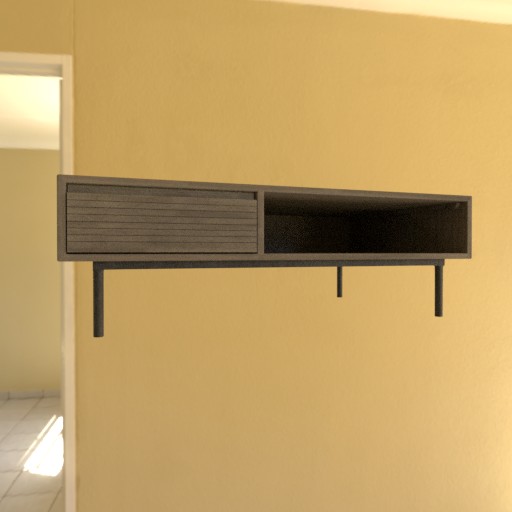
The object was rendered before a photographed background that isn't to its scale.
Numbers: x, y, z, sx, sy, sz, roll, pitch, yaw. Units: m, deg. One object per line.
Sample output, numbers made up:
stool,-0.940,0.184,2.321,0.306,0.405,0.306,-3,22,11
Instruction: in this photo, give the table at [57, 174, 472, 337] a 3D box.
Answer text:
table,0.000,0.000,1.392,1.088,0.347,0.643,0,1,-19
